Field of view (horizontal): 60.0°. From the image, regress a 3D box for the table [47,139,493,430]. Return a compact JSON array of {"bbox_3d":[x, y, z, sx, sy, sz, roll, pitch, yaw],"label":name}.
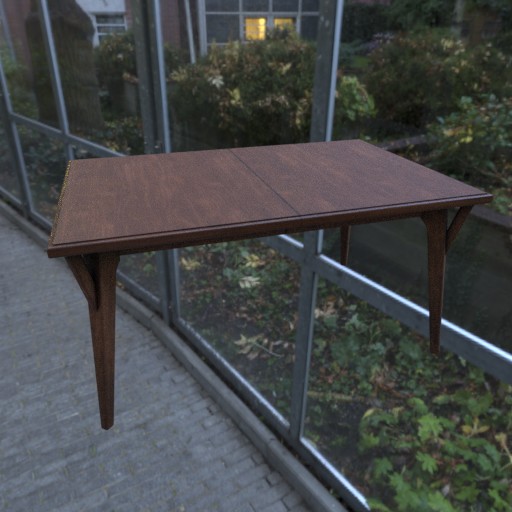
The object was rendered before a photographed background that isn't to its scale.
[{"bbox_3d":[0.000,0.000,2.019,1.524,0.761,0.990,-8,28,-15],"label":"table"}]
